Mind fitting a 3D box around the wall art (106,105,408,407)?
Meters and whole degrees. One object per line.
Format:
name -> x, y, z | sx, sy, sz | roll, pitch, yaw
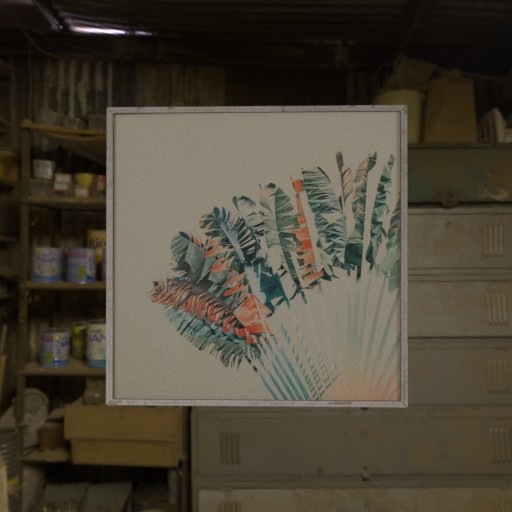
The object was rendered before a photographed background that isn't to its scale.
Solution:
wall art -> 0.000, 0.000, 0.761 | 0.508, 0.506, 0.029 | 0, 0, 1
